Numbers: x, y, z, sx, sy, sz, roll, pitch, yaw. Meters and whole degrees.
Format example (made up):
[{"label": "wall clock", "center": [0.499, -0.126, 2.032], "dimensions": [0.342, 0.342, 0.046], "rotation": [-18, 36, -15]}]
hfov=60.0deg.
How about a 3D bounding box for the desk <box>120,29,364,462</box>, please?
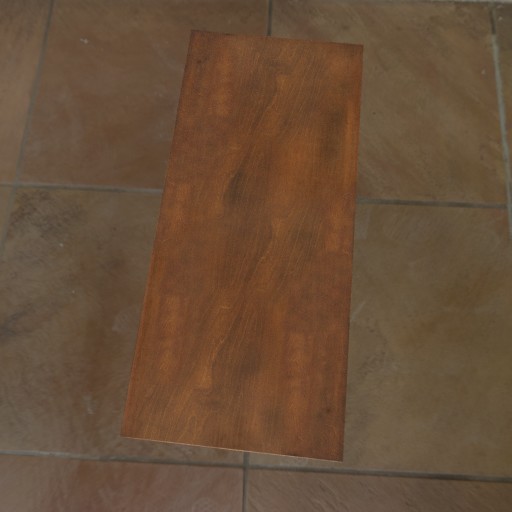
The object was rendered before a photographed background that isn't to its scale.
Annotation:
[{"label": "desk", "center": [0.000, 0.000, 1.508], "dimensions": [0.508, 0.762, 1.117], "rotation": [6, 75, 2]}]
